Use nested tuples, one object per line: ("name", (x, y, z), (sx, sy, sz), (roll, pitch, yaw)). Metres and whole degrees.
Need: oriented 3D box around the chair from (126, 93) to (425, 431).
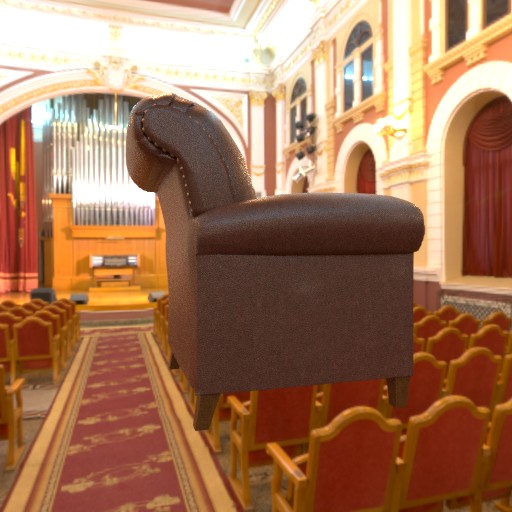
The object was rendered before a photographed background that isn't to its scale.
("chair", (0.000, 0.000, 1.583), (0.890, 0.927, 0.854), (0, 0, -17))
